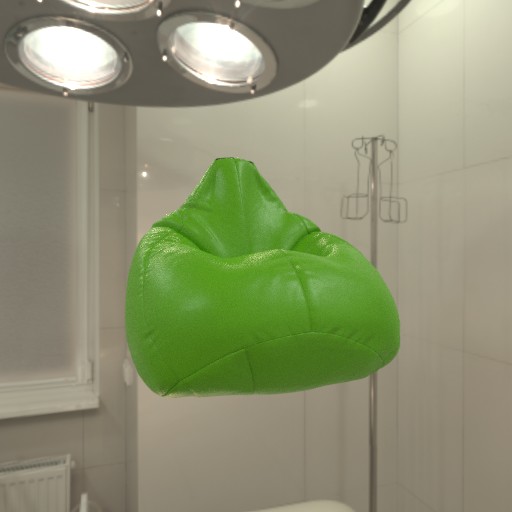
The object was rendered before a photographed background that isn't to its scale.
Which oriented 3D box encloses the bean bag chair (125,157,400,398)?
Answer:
[{"bbox_3d":[0.000,0.000,1.884,1.070,0.990,1.070,0,0,-19],"label":"bean bag chair"}]
